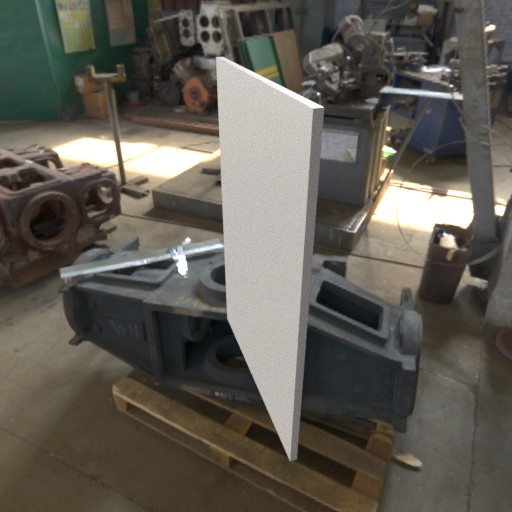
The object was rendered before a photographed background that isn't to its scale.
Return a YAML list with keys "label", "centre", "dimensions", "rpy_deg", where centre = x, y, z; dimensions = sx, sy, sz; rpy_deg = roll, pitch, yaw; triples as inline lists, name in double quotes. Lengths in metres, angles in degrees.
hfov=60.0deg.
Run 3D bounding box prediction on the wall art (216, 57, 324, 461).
- label: "wall art"
  centre: [0.000, 0.000, 0.621]
  dimensions: [0.010, 0.474, 0.325]
  rpy_deg: [-10, 33, -16]
